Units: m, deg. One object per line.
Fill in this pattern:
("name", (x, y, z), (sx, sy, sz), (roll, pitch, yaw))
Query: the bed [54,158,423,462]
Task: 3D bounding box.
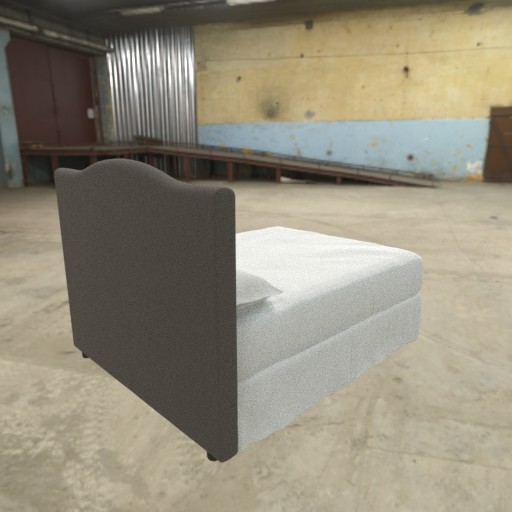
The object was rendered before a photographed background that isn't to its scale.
("bed", (0.000, 0.000, 3.093), (2.036, 1.387, 1.666), (-14, 20, -42))
